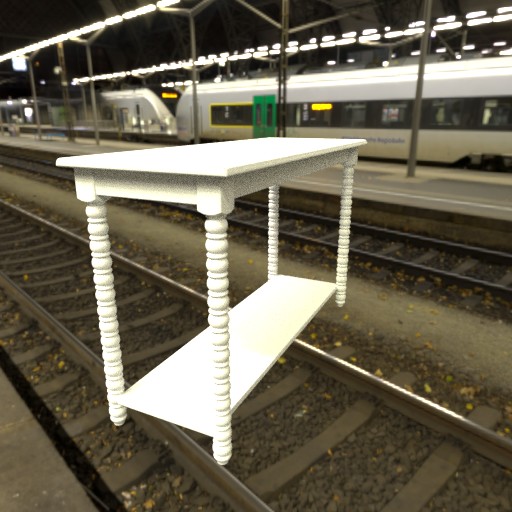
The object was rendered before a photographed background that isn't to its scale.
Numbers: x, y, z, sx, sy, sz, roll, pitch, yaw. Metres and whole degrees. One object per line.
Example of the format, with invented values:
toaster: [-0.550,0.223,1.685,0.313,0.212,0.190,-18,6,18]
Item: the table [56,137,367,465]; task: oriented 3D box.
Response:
table: [0.000,0.000,1.535,0.459,0.740,1.184,8,19,25]
